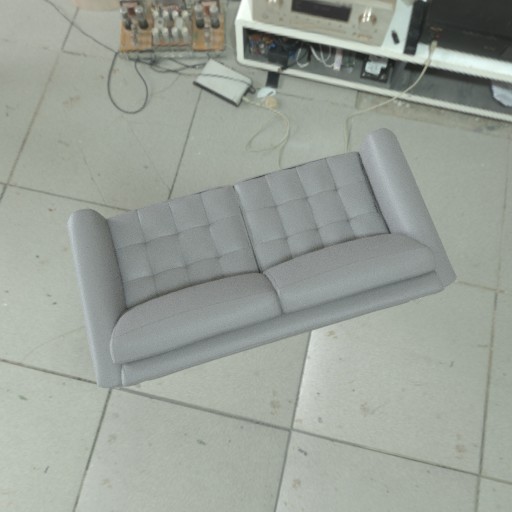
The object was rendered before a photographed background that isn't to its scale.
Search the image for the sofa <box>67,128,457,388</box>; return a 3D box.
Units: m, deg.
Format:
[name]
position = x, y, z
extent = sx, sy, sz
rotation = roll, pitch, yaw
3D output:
[sofa]
position = 0.000, 0.000, 2.779
extent = 2.177, 0.930, 1.121
rotation = -16, 75, -4
